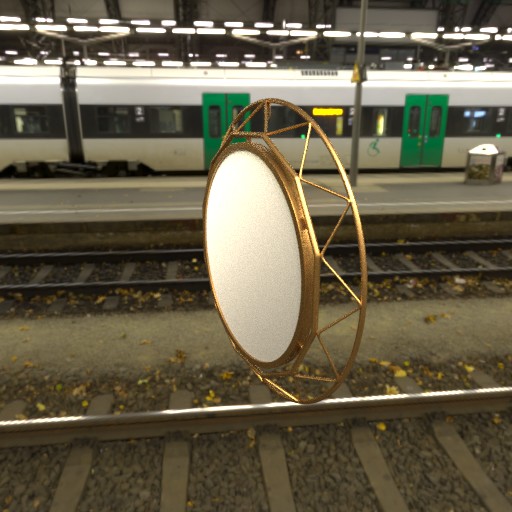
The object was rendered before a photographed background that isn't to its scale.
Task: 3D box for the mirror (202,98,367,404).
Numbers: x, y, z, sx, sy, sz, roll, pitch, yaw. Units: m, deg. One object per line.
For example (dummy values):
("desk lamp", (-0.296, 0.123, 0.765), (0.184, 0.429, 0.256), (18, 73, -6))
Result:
("mirror", (0.000, 0.000, 0.675), (0.043, 0.454, 0.454), (-8, 18, -26))
